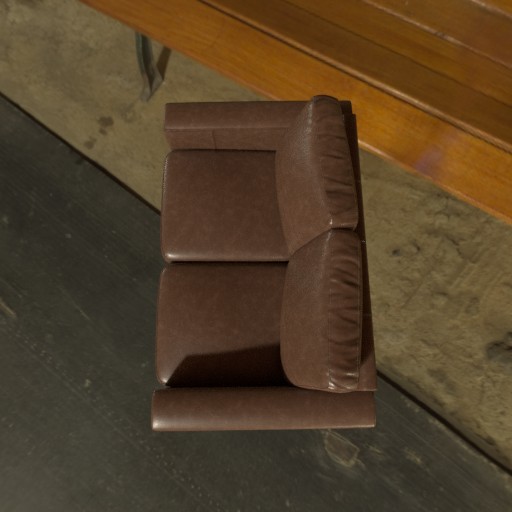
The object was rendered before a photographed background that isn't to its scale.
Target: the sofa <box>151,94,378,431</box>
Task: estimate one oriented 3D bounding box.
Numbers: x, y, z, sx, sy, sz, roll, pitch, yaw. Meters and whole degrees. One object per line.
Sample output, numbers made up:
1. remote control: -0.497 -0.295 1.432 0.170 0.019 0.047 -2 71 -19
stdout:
1. sofa: 0.000 0.000 2.229 1.016 0.873 1.616 -1 76 0
